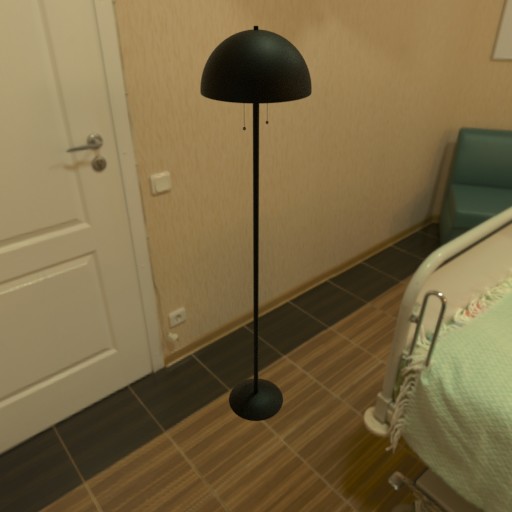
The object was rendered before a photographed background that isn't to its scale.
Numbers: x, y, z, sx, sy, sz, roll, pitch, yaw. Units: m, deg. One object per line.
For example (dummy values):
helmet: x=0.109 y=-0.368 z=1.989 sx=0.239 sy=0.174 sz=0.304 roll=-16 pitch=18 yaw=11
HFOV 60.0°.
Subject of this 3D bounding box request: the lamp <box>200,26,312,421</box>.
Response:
lamp: x=0.000 y=0.000 z=1.603 sx=0.328 sy=1.480 sz=0.328 roll=11 pitch=32 yaw=17
